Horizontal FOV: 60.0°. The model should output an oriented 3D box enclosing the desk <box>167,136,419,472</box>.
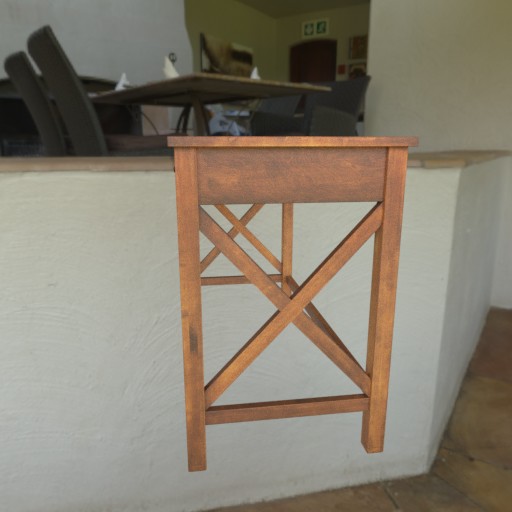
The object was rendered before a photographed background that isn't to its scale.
[{"bbox_3d":[0.000,0.000,1.495,0.508,0.762,1.117,-2,14,-8],"label":"desk"}]
